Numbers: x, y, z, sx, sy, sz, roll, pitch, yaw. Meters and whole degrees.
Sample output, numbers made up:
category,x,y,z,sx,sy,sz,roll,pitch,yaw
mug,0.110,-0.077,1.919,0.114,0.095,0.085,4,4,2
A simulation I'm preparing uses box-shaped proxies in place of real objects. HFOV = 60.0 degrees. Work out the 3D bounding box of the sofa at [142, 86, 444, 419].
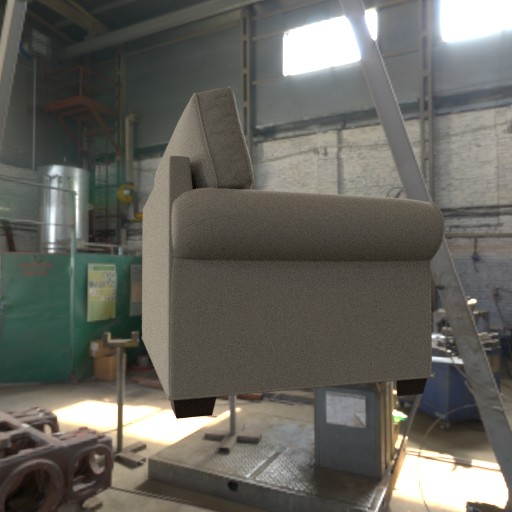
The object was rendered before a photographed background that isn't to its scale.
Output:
category,x,y,z,sx,sy,sz,roll,pitch,yaw
sofa,0.000,0.000,2.027,0.937,1.006,1.405,1,-2,-18
